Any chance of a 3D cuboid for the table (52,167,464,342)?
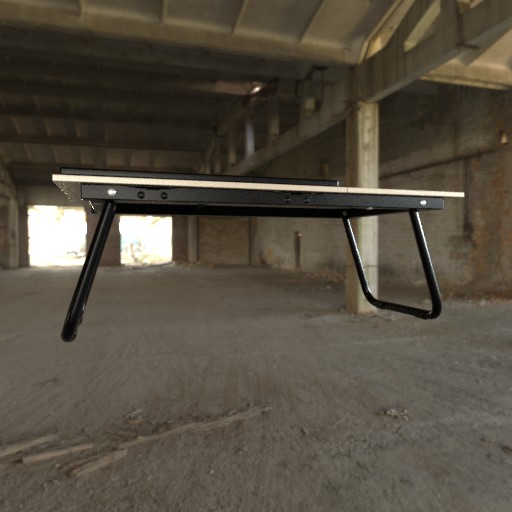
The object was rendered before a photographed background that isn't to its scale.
[{"bbox_3d":[0.000,0.000,0.811,0.644,0.242,0.322,-1,2,-18],"label":"table"}]
